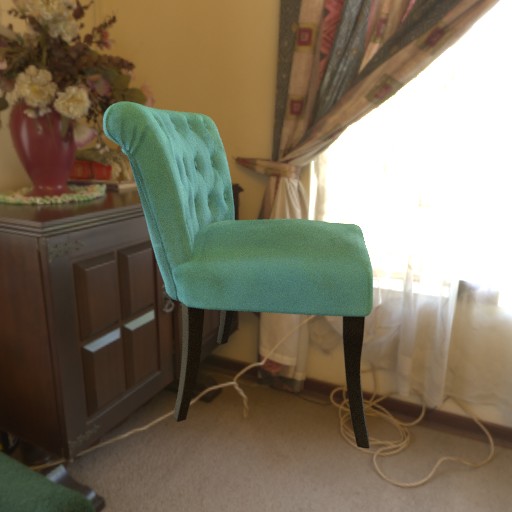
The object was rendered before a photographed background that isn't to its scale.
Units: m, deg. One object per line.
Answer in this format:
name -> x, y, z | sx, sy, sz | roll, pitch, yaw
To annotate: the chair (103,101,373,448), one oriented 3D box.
chair -> 0.000, 0.000, 1.181 | 0.605, 0.750, 0.582 | 3, 15, 10
